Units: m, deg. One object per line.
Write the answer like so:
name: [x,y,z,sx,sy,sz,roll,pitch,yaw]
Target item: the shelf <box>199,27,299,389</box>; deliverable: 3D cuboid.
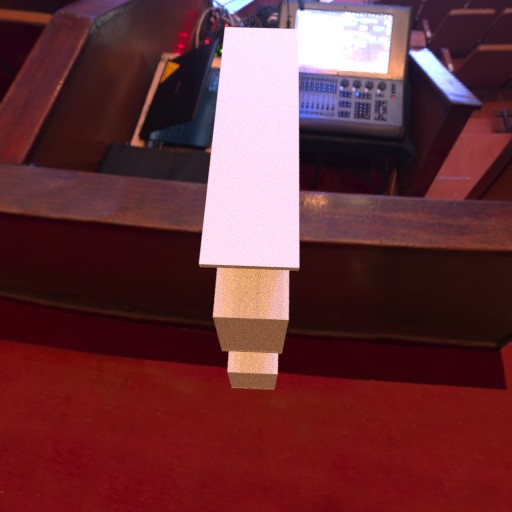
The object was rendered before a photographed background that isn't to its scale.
shelf: [0.000,0.000,2.032,0.250,1.650,0.890,2,63,1]
